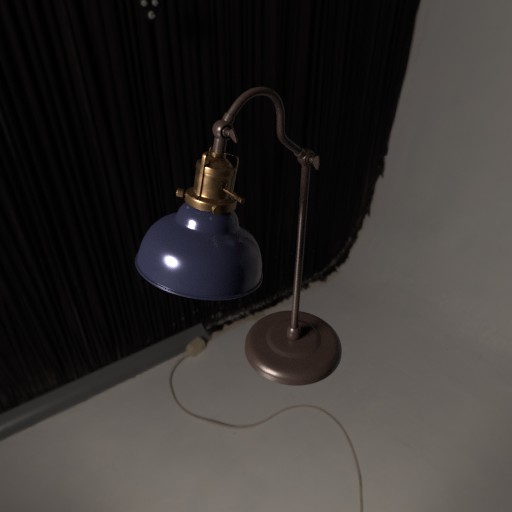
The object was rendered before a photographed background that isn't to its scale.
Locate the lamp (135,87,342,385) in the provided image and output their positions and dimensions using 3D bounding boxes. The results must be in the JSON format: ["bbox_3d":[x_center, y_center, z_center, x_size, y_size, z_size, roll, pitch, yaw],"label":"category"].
[{"bbox_3d":[0.000,0.000,0.697,0.374,0.508,0.192,-22,39,-30],"label":"lamp"}]
